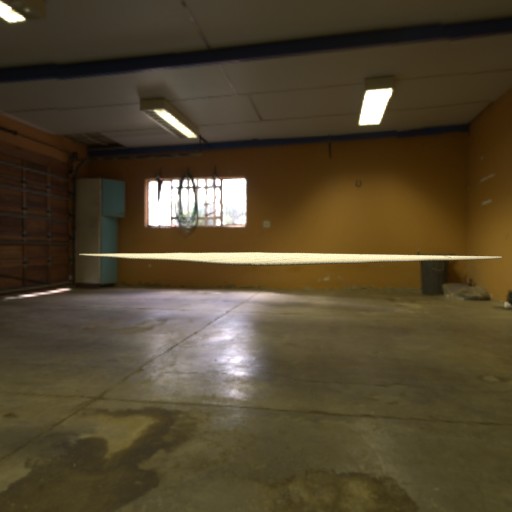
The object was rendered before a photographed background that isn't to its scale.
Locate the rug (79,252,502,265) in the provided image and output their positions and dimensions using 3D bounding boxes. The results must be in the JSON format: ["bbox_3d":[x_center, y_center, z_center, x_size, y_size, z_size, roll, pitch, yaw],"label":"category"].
[{"bbox_3d":[0.000,0.000,4.210,2.436,0.026,3.381,-1,1,-35],"label":"rug"}]
